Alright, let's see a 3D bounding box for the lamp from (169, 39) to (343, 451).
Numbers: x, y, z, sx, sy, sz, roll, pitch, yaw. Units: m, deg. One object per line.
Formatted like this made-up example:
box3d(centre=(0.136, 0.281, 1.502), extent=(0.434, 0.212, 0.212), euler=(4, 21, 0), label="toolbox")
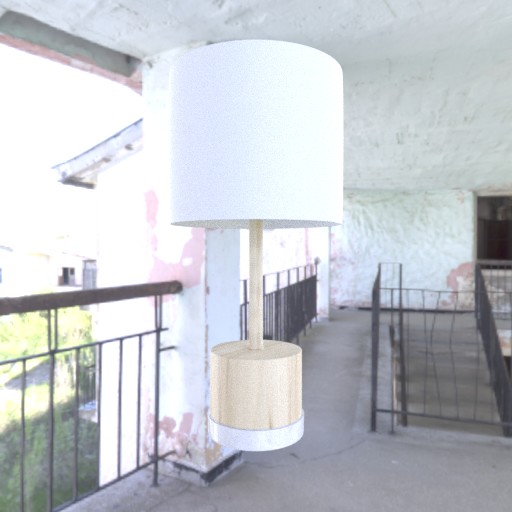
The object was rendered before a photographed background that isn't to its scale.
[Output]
box3d(centre=(0.000, 0.000, 0.594), extent=(0.229, 0.470, 0.229), euler=(1, 1, 38), label="lamp")
